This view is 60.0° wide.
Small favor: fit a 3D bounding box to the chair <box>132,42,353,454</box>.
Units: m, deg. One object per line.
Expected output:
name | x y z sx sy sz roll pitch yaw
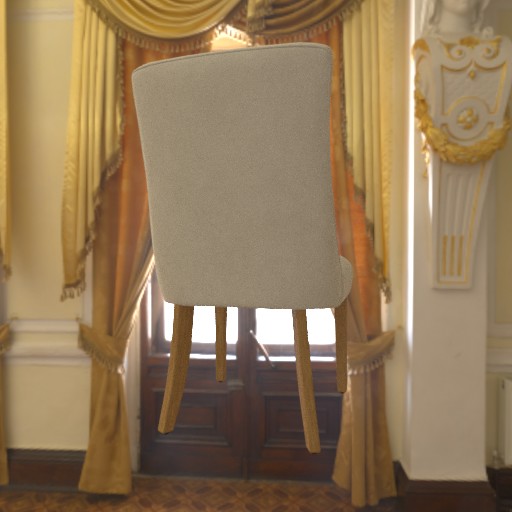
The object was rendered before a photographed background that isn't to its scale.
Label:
chair | 0.000 0.000 1.233 0.495 0.902 0.610 0 1 17
